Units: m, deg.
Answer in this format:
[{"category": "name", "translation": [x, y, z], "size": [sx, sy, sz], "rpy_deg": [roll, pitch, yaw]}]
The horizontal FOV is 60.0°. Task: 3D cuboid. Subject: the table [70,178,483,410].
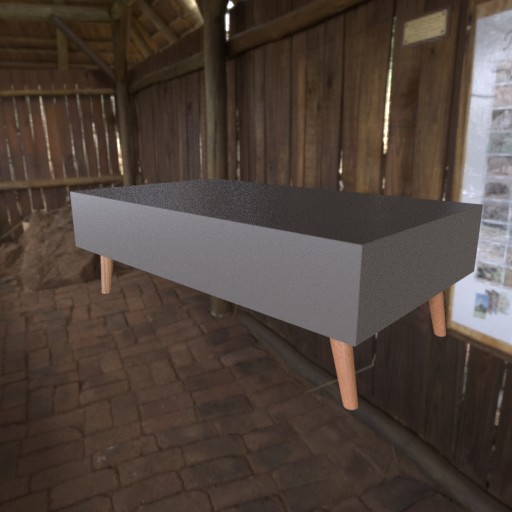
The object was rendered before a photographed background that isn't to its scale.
[{"category": "table", "translation": [0.000, 0.000, 1.517], "size": [1.201, 0.404, 0.703], "rpy_deg": [14, 20, 41]}]
